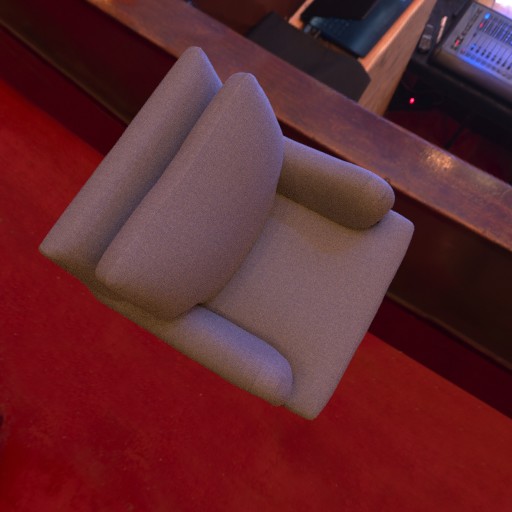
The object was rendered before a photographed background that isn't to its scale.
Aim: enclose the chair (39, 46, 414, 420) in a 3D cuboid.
[{"bbox_3d":[0.000,0.000,1.822,1.070,1.038,0.955,30,77,8],"label":"chair"}]
